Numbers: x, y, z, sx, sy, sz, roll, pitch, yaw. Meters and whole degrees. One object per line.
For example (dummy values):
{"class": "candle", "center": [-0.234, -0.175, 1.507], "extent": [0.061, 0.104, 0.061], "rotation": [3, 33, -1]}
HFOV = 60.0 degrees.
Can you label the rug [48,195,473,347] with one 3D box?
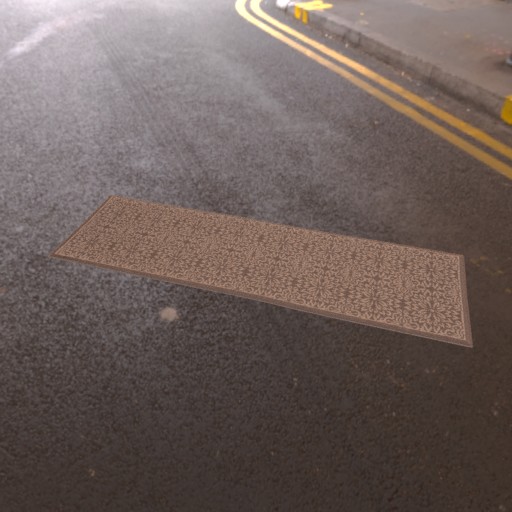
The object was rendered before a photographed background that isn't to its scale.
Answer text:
{"class": "rug", "center": [0.000, 0.000, 2.441], "extent": [2.196, 0.011, 0.662], "rotation": [11, 41, 13]}
